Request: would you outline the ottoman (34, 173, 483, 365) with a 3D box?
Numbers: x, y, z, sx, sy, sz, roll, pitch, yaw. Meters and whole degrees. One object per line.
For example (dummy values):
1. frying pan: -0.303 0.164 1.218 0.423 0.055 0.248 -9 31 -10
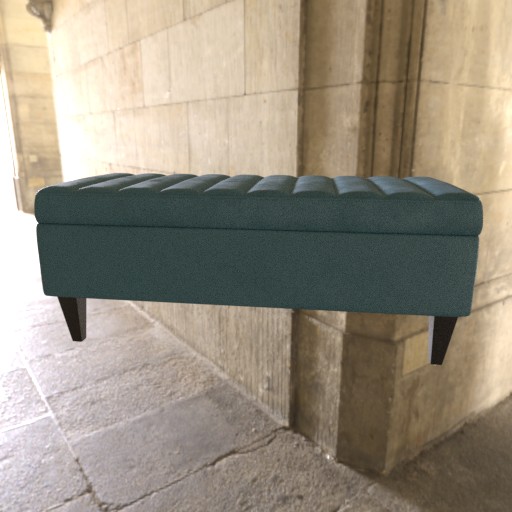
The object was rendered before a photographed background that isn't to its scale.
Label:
1. ottoman: 0.000 0.000 1.374 1.151 0.469 0.482 2 16 7
